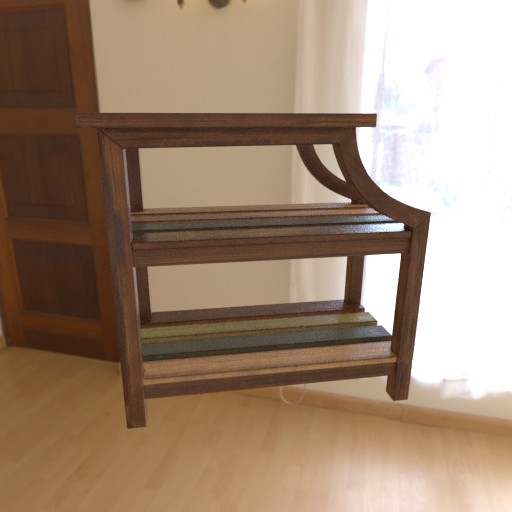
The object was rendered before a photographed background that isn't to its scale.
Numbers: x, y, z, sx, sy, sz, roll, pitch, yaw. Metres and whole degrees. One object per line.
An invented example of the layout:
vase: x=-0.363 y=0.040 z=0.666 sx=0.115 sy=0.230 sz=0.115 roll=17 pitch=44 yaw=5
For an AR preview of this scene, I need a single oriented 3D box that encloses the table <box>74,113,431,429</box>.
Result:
table: x=0.000 y=0.000 z=0.960 sx=0.609 sy=0.584 sz=0.356 roll=-3 pitch=17 yaw=-9
